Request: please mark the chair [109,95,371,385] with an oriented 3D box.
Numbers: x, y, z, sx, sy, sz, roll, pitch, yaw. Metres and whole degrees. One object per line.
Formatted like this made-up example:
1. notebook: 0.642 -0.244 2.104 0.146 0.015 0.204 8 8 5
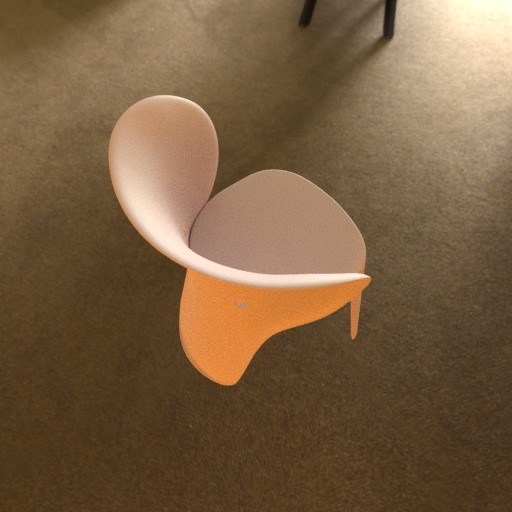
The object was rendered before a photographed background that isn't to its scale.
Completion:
1. chair: 0.000 0.000 0.867 0.402 0.554 0.451 -32 63 -18
